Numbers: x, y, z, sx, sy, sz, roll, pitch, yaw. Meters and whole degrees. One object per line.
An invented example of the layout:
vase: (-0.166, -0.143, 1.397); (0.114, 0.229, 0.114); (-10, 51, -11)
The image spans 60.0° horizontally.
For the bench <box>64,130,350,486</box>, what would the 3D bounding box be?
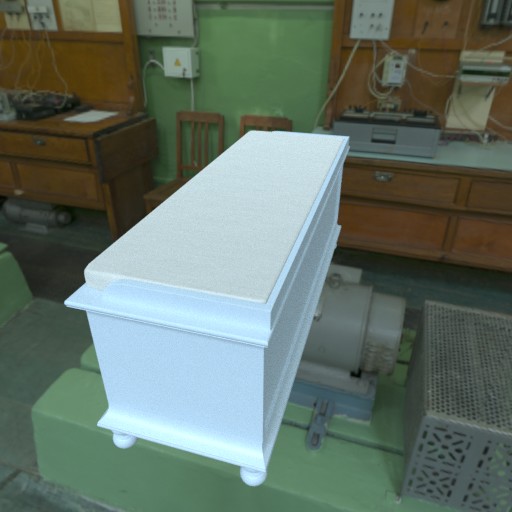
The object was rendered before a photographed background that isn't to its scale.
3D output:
bench: (0.000, 0.000, 1.378); (0.402, 0.486, 1.185); (9, 31, 15)
